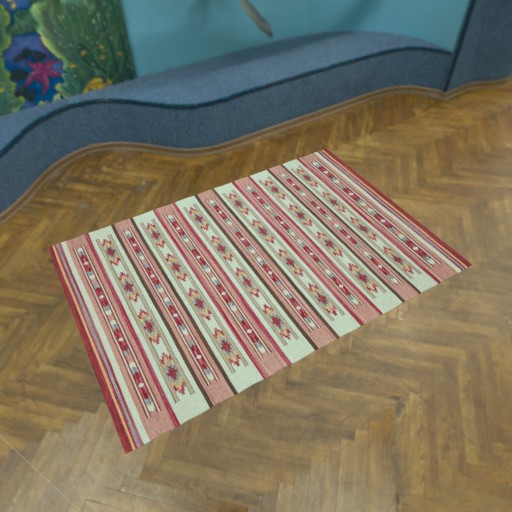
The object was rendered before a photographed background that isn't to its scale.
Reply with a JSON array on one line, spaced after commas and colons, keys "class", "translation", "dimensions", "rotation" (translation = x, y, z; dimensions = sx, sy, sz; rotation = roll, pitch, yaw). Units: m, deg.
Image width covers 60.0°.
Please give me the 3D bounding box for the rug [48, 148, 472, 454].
[{"class": "rug", "translation": [0.000, 0.000, 2.280], "dimensions": [1.817, 0.008, 1.223], "rotation": [-23, 51, -21]}]
